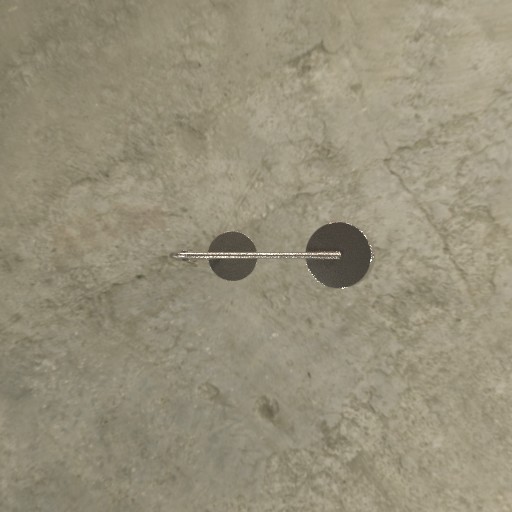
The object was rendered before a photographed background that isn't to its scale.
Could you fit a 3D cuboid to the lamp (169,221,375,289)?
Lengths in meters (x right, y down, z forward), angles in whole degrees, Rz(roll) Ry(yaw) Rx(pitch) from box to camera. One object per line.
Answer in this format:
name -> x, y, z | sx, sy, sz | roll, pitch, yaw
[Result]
lamp -> 0.000, 0.000, 1.379 | 0.421, 1.250, 0.222 | 0, 90, 0
